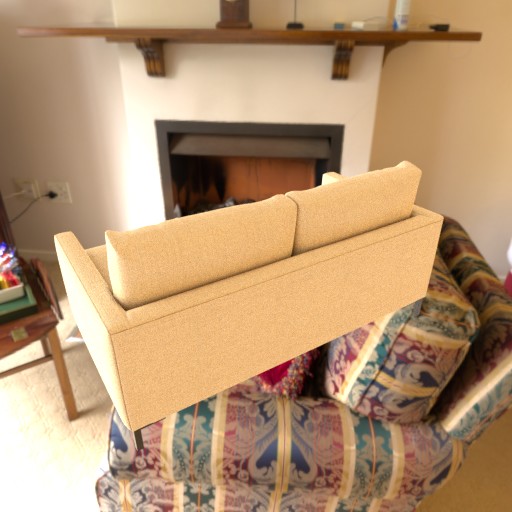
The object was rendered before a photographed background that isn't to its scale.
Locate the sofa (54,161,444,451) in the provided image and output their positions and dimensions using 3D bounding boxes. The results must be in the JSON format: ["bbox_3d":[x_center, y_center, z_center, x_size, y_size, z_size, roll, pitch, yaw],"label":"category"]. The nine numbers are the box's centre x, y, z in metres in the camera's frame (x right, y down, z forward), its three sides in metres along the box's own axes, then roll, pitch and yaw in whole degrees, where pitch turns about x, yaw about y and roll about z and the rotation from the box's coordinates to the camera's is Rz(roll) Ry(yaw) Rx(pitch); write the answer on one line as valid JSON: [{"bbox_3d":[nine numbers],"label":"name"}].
[{"bbox_3d":[0.000,0.000,2.125,1.651,0.812,0.839,-17,33,-28],"label":"sofa"}]
